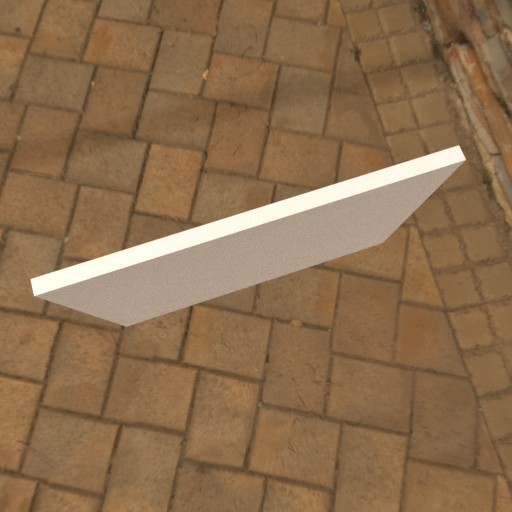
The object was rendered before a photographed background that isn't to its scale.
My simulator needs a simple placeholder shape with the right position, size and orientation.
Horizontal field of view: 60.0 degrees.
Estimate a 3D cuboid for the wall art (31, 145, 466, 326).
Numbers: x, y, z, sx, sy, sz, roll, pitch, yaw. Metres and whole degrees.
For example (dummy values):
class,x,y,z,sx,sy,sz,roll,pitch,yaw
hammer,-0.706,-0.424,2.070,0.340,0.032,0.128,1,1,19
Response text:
class,x,y,z,sx,sy,sz,roll,pitch,yaw
wall art,0.000,0.000,1.718,1.308,0.902,0.051,-18,76,-4
